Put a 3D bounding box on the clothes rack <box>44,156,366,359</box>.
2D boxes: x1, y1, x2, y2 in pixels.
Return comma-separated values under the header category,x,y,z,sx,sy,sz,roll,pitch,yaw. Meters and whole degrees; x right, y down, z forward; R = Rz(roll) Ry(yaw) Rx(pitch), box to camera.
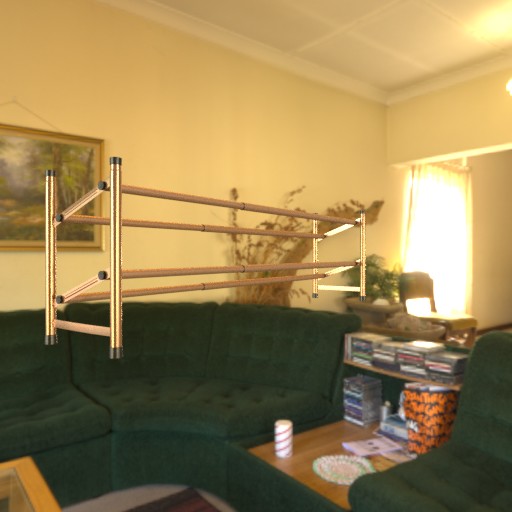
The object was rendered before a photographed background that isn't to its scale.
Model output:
category,x,y,z,sx,sy,sz,roll,pitch,yaw
clothes rack,0.000,0.000,1.300,0.229,0.349,1.168,0,0,35
